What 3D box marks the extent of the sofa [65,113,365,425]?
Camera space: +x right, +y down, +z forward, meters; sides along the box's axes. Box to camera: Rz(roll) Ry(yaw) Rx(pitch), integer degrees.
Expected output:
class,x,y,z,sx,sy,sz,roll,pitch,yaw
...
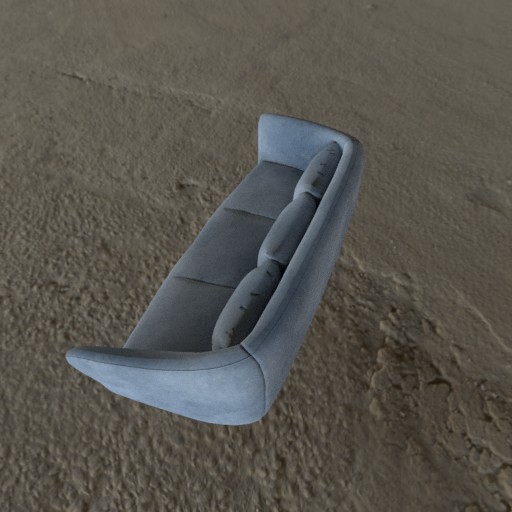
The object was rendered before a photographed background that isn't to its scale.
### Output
class,x,y,z,sx,sy,sz,roll,pitch,yaw
sofa,0.000,0.000,2.544,0.849,0.795,2.095,17,49,16
